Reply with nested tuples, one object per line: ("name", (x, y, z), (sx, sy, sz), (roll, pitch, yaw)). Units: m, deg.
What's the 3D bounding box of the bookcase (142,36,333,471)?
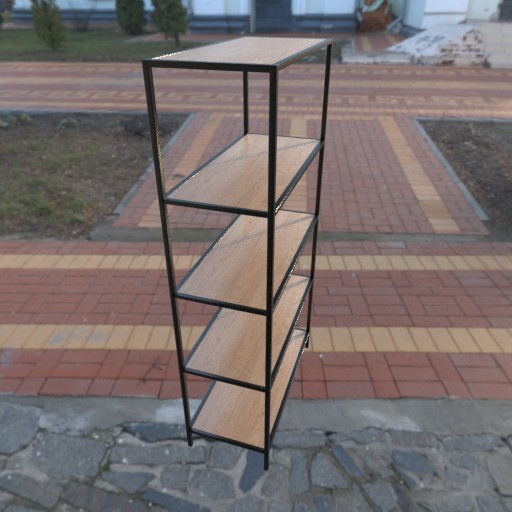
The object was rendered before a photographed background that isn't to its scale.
("bookcase", (0.000, 0.000, 1.751), (0.350, 1.500, 0.770), (9, 32, 15))
